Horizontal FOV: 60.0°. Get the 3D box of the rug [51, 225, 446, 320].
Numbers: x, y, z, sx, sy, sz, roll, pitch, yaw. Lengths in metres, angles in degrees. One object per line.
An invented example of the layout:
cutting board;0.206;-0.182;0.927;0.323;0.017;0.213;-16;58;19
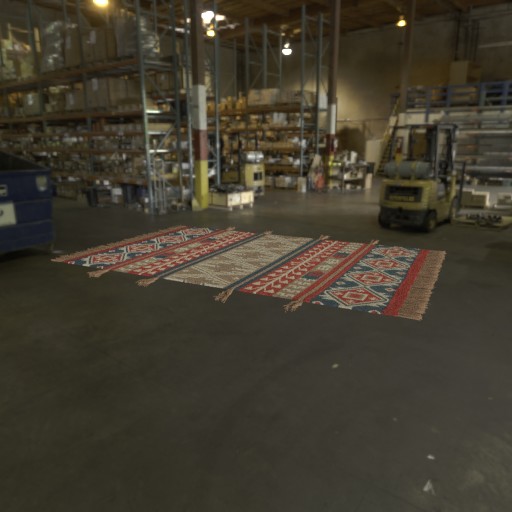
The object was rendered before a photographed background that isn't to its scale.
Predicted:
rug;0.000;0.000;3.182;2.450;0.048;1.778;7;16;26
